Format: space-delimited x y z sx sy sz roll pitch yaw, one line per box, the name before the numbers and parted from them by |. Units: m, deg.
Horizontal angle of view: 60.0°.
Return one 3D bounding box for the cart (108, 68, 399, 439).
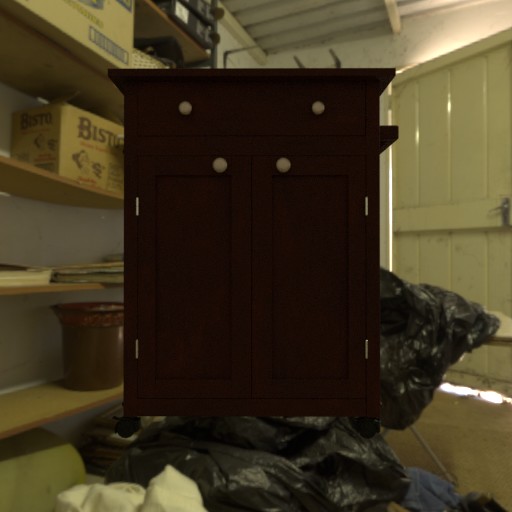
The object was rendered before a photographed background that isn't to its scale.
cart | 0.000 0.000 1.240 0.683 0.864 0.442 0 0 0
